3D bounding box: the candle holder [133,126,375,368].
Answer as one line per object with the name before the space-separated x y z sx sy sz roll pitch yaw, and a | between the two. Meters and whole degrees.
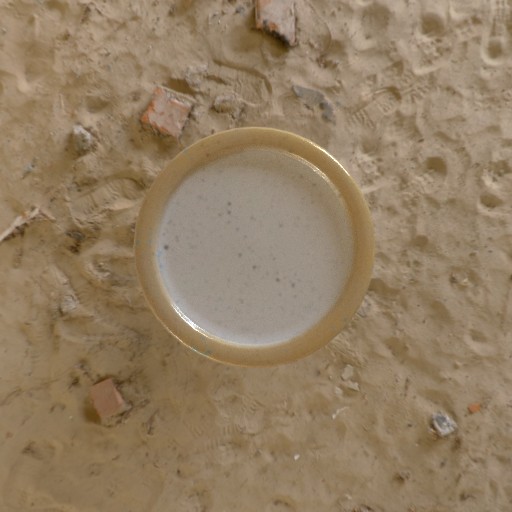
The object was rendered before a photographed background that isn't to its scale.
candle holder | 0.000 0.000 0.303 0.110 0.239 0.110 0 88 0
